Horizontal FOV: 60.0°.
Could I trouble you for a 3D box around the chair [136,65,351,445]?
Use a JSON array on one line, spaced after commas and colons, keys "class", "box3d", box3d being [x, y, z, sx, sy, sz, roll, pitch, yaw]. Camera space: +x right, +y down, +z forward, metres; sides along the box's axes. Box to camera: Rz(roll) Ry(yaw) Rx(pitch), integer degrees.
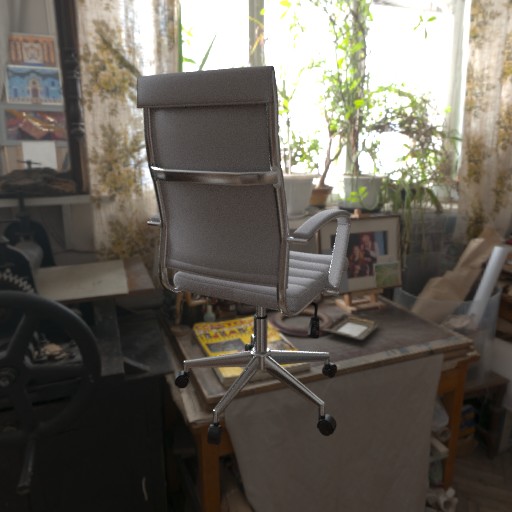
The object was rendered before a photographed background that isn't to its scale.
[{"class": "chair", "box3d": [0.000, 0.000, 1.570, 0.679, 1.149, 0.667, 8, 17, 28]}]
